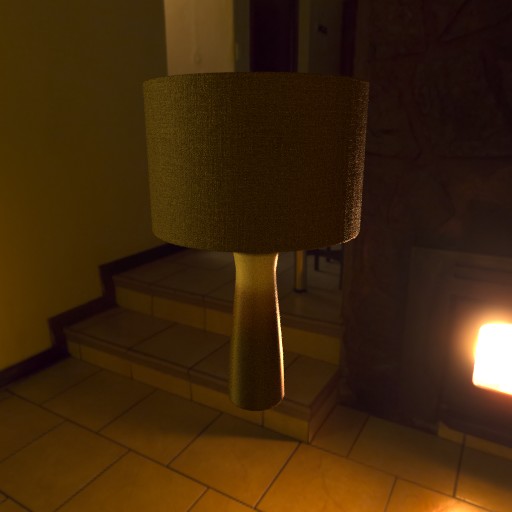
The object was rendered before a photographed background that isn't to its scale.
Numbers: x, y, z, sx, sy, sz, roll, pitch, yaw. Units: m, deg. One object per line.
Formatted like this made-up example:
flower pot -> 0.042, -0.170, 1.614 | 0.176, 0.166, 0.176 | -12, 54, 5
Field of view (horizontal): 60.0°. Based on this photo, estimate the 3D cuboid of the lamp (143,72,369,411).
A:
lamp -> 0.000, 0.000, 0.677 | 0.303, 0.488, 0.303 | 0, 16, 0
